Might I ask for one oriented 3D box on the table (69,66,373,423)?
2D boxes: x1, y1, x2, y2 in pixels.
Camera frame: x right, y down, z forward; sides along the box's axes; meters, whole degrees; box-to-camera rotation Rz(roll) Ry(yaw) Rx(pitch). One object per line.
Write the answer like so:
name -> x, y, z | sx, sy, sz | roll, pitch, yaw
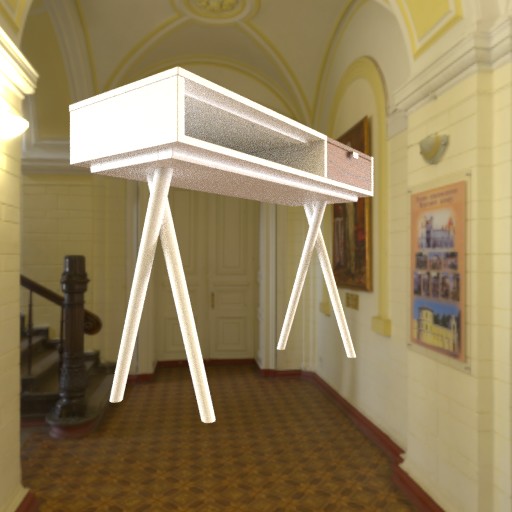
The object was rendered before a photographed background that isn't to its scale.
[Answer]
table -> 0.000, 0.000, 1.455 | 0.418, 0.785, 1.066 | 0, 0, 36
